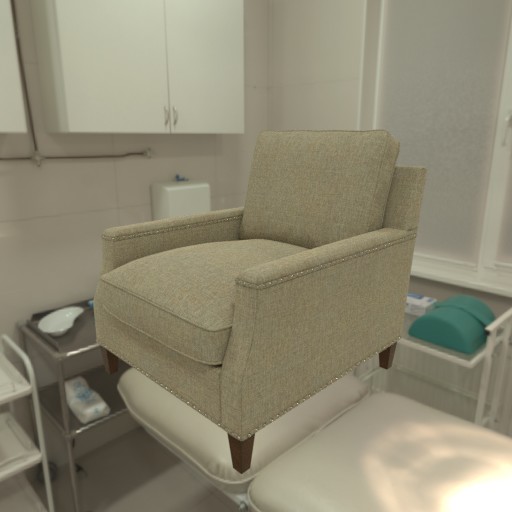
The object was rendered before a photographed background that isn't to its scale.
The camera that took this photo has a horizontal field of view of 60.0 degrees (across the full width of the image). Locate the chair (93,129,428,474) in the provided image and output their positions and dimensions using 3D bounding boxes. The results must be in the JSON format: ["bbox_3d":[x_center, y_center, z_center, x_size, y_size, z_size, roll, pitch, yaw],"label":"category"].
[{"bbox_3d":[0.000,0.000,1.706,0.853,0.943,1.014,15,21,43],"label":"chair"}]
